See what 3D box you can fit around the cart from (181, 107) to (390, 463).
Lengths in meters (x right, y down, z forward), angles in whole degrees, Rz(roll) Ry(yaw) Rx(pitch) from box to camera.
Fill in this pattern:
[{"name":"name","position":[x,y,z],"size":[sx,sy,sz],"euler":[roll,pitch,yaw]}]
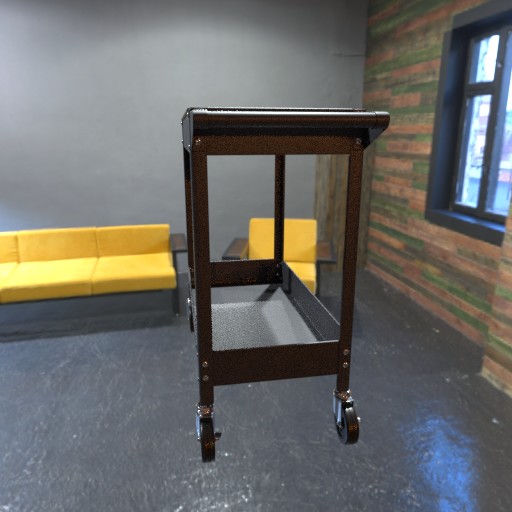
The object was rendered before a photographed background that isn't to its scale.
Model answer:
[{"name":"cart","position":[0.000,0.000,1.181],"size":[0.366,0.719,0.779],"euler":[-3,16,-10]}]
